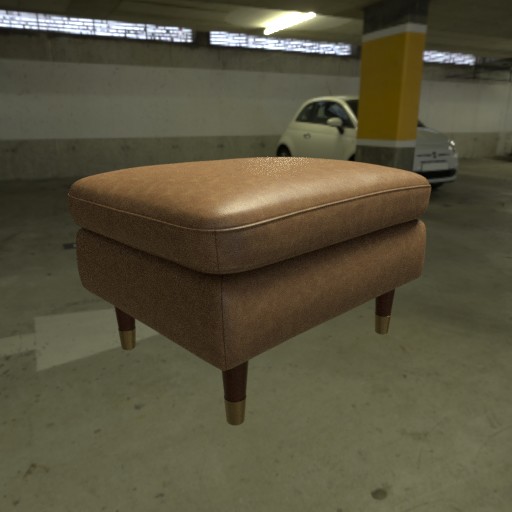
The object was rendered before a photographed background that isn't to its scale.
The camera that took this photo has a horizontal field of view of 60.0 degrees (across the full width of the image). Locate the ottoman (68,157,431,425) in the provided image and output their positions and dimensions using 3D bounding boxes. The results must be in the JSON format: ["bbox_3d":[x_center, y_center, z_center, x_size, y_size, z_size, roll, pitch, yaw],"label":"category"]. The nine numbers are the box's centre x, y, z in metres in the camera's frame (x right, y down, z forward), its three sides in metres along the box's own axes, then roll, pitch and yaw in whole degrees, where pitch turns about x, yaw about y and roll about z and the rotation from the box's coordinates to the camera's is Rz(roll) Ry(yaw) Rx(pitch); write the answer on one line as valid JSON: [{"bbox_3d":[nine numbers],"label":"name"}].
[{"bbox_3d":[0.000,0.000,1.126,0.747,0.478,0.593,-16,23,-42],"label":"ottoman"}]
